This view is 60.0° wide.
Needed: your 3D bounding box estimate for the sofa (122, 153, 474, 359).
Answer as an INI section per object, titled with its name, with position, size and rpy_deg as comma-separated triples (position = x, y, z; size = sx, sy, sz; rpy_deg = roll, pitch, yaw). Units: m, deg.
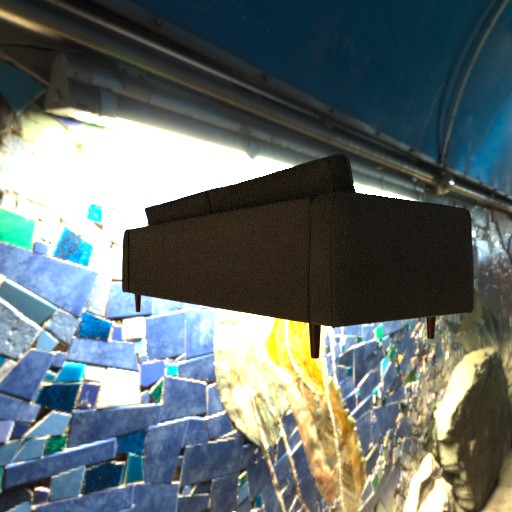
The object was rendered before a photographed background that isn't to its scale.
[sofa]
position = 0.000, 0.000, 2.703
size = 0.923, 0.813, 2.295
rpy_deg = 1, -1, -35
